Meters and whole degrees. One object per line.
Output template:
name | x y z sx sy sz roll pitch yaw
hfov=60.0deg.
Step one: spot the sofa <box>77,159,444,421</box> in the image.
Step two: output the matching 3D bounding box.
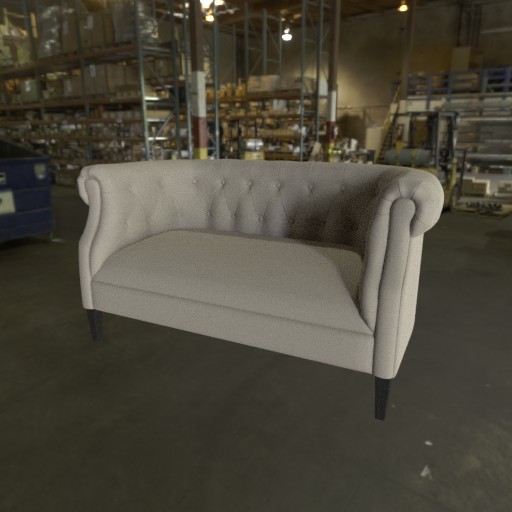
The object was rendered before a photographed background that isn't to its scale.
sofa | 0.000 0.000 2.048 1.558 0.827 0.835 8 17 25
